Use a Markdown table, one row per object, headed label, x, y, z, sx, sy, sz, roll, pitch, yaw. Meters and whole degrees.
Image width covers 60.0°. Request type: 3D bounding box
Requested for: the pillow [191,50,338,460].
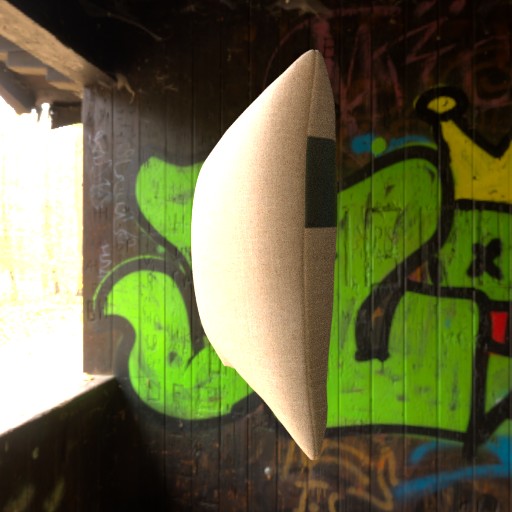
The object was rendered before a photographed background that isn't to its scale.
| label | x | y | z | sx | sy | sz | roll | pitch | yaw |
| --- | --- | --- | --- | --- | --- | --- | --- | --- | --- |
| pillow | 0.000 | 0.000 | 0.622 | 0.173 | 0.399 | 0.414 | 0 | 0 | -16 |
